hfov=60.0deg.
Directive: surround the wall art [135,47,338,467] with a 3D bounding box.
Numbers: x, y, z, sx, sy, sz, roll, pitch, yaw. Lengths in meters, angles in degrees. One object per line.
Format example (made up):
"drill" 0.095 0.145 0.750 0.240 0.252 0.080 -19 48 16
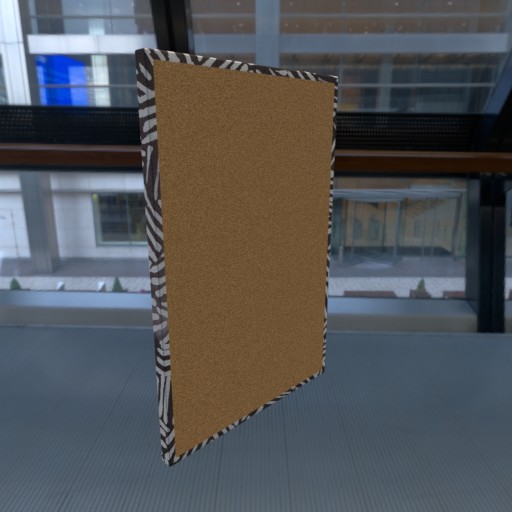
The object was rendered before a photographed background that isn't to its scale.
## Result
"wall art" 0.000 0.000 1.153 0.035 0.918 0.615 15 21 43
